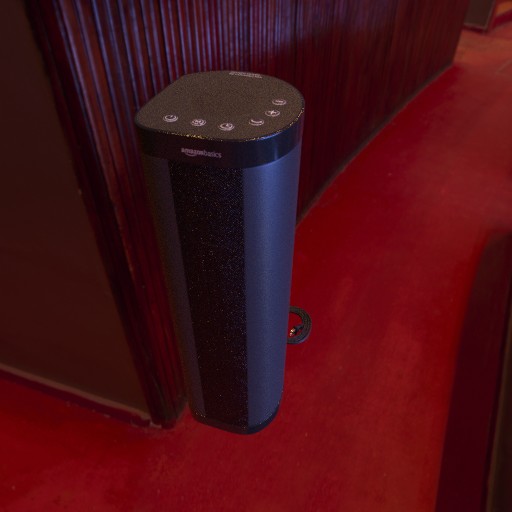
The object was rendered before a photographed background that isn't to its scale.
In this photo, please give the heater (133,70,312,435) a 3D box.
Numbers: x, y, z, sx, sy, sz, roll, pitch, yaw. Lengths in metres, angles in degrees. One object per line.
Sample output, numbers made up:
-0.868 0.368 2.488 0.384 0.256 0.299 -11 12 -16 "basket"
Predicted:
0.000 0.000 0.692 0.174 0.552 0.312 12 43 13 "heater"
